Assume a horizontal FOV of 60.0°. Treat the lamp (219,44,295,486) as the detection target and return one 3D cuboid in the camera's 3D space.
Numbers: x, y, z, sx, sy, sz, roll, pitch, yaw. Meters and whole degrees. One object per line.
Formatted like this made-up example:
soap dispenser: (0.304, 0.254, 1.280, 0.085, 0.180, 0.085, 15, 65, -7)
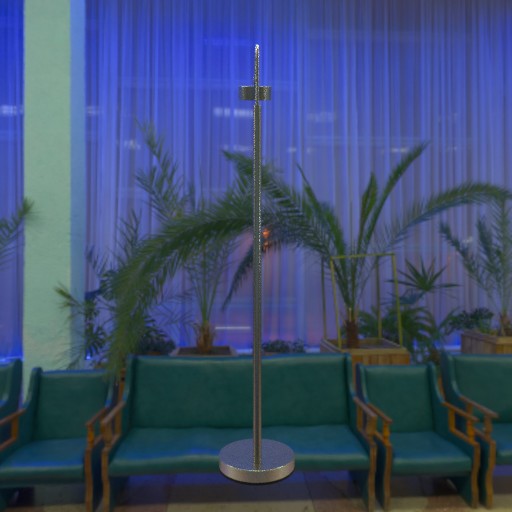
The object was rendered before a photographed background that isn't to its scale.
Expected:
lamp: (0.000, 0.000, 1.419, 0.222, 1.250, 0.421, 0, -1, -1)
